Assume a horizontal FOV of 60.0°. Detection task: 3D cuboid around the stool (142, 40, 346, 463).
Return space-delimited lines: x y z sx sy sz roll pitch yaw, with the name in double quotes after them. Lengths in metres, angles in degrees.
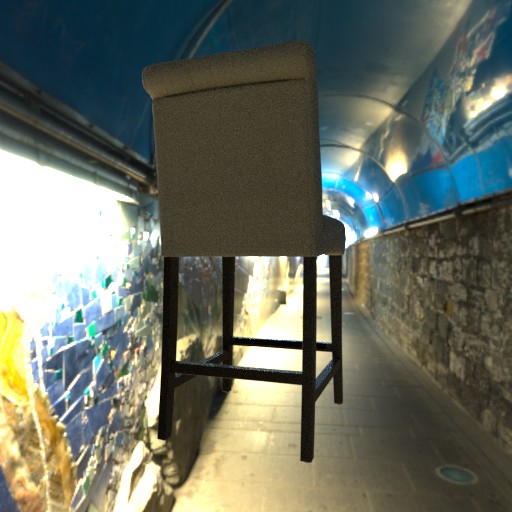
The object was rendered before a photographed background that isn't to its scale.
0.000 0.000 1.377 0.493 1.040 0.601 0 0 19 "stool"
